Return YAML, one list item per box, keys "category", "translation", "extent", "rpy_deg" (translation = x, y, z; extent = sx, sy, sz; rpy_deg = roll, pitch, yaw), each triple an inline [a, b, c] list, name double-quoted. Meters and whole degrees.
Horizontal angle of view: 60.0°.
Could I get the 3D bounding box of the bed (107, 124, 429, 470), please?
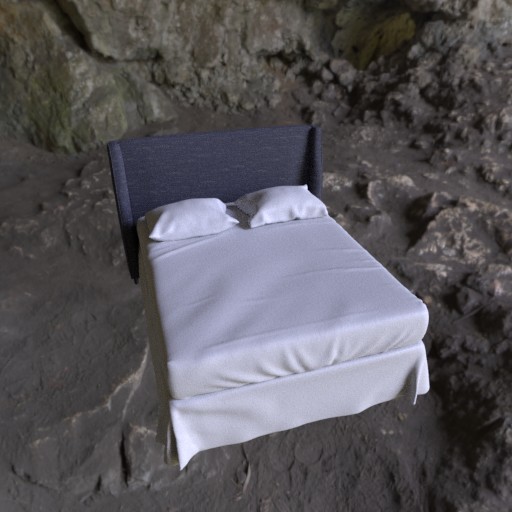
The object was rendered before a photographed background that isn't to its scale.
- category: "bed"
  translation: [0.000, 0.000, 3.348]
  extent: [1.925, 1.332, 2.276]
  rpy_deg: [-9, 32, -15]
